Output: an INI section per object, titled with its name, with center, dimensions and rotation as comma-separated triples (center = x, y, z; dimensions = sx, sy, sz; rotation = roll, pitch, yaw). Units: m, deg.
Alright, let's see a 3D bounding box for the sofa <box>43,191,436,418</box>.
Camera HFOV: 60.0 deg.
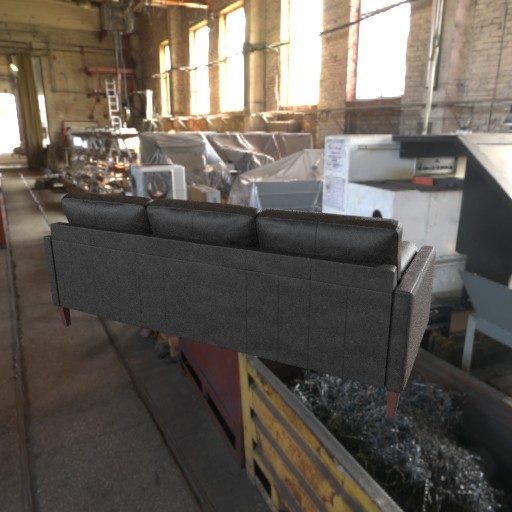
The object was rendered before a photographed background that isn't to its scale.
[sofa]
center = 0.000, 0.000, 2.906
dimensions = 2.178, 0.876, 1.497
rotation = 8, 18, 26
